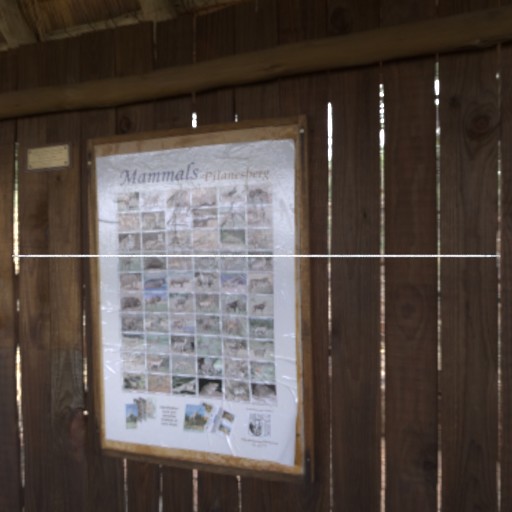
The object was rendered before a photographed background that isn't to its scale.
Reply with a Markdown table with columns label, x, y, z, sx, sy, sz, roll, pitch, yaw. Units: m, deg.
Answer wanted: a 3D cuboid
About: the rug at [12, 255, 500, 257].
| label | x | y | z | sx | sy | sz | roll | pitch | yaw |
| --- | --- | --- | --- | --- | --- | --- | --- | --- | --- |
| rug | 0.000 | 0.000 | 2.971 | 2.438 | 0.010 | 1.524 | 0 | 0 | -1 |
